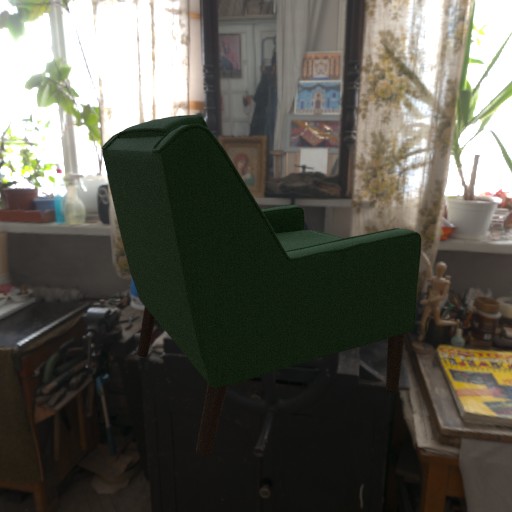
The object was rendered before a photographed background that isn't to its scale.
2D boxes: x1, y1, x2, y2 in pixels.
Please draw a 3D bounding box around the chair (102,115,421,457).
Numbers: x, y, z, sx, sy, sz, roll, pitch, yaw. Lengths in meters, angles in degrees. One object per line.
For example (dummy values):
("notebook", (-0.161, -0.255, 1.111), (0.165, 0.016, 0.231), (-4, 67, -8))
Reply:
("chair", (0.000, 0.000, 1.346), (0.743, 0.792, 0.663), (-7, 16, -27))
